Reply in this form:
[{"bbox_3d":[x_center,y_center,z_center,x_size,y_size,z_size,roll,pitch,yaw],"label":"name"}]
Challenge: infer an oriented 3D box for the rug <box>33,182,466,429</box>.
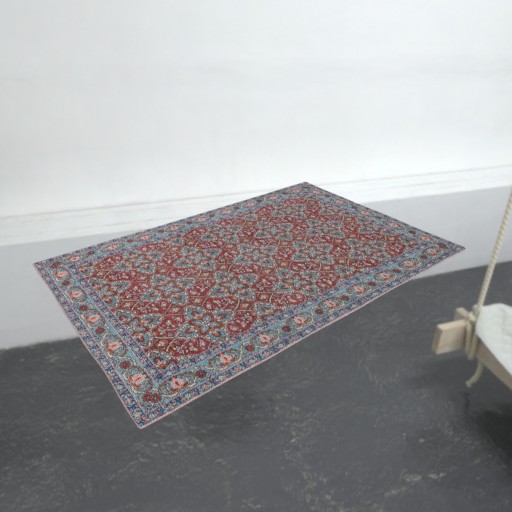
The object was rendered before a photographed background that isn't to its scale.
[{"bbox_3d":[0.000,0.000,2.234,1.829,0.009,1.219,-21,36,-32],"label":"rug"}]
